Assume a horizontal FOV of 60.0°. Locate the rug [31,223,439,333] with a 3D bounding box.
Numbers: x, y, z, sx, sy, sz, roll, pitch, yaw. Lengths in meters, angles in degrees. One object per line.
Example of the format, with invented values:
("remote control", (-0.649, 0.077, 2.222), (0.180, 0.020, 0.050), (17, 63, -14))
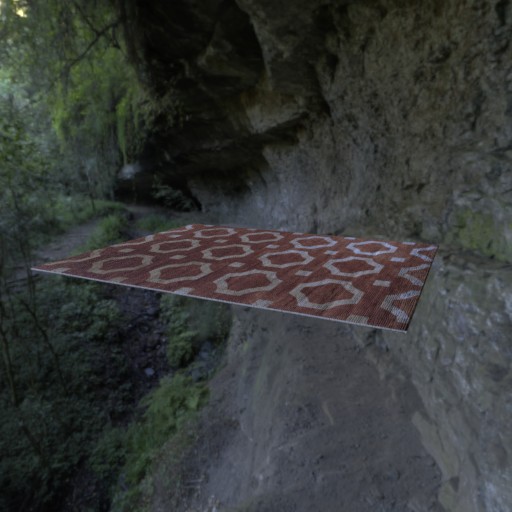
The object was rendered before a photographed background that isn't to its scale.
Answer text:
("rug", (0.000, 0.000, 4.180), (3.049, 0.021, 2.466), (7, 15, 25))
